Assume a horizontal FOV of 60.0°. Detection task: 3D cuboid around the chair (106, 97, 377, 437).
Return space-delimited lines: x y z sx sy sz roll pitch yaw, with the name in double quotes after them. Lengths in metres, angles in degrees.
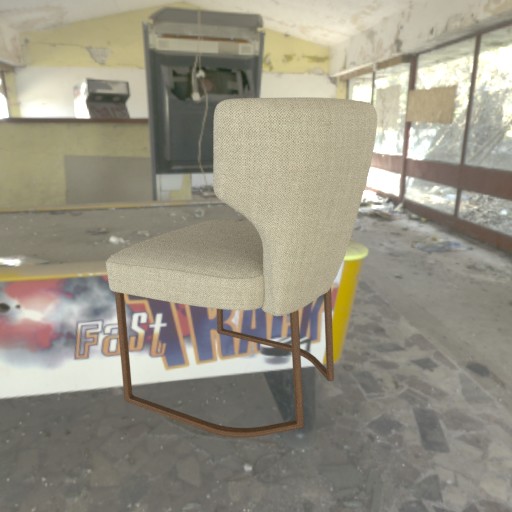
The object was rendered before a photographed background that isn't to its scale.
0.000 0.000 1.256 0.617 0.824 0.611 8 18 26 "chair"
